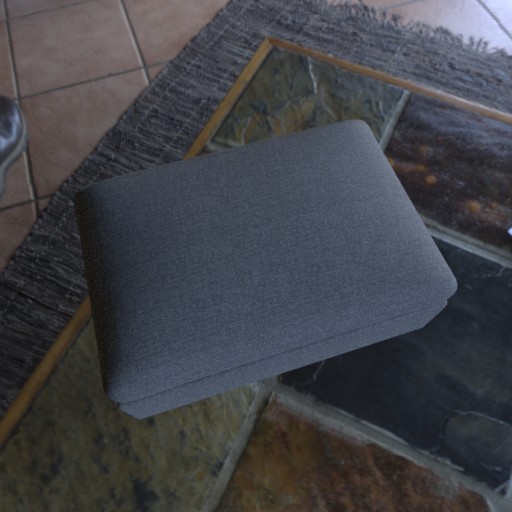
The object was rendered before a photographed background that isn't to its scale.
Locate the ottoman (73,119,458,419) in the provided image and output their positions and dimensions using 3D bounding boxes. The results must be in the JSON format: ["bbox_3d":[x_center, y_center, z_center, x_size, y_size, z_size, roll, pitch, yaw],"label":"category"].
[{"bbox_3d":[0.000,0.000,1.476,1.041,0.483,0.711,-16,64,-8],"label":"ottoman"}]
